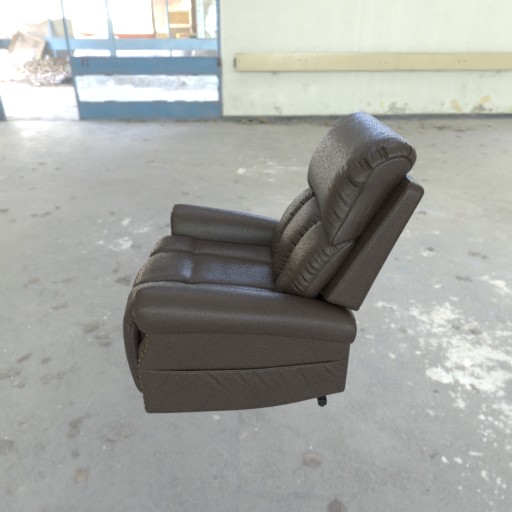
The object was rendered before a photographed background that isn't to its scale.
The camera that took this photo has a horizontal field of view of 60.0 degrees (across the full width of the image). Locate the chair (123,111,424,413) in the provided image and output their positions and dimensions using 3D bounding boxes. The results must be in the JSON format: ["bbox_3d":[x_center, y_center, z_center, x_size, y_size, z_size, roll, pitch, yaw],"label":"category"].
[{"bbox_3d":[0.000,0.000,1.747,0.978,1.028,0.869,0,27,-1],"label":"chair"}]
